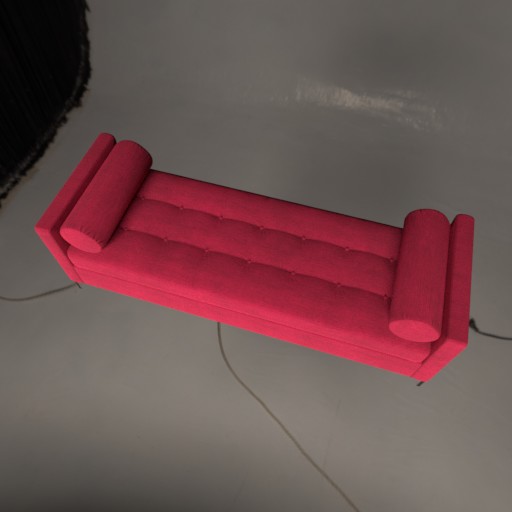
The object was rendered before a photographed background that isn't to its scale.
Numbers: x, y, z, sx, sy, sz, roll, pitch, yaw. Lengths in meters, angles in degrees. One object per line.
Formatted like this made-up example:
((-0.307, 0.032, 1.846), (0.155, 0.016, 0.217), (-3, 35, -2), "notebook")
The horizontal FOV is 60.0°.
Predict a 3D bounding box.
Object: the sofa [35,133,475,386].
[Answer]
((0.000, 0.000, 2.344), (1.981, 0.635, 0.686), (15, 59, 9), "sofa")
